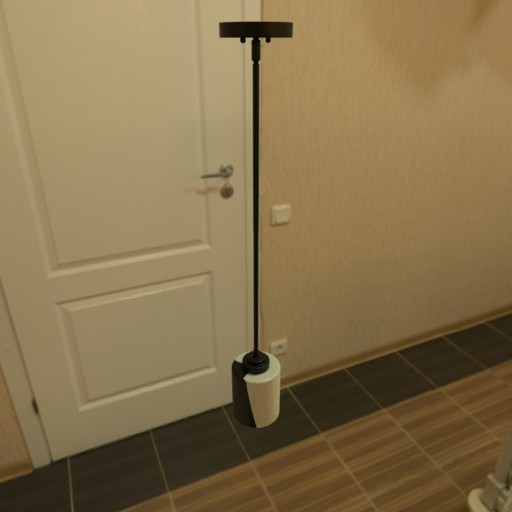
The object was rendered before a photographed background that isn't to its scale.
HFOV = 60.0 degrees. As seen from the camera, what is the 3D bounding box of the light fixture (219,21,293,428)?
[{"bbox_3d":[0.000,0.000,0.926,0.123,0.863,0.123,18,31,32],"label":"light fixture"}]
